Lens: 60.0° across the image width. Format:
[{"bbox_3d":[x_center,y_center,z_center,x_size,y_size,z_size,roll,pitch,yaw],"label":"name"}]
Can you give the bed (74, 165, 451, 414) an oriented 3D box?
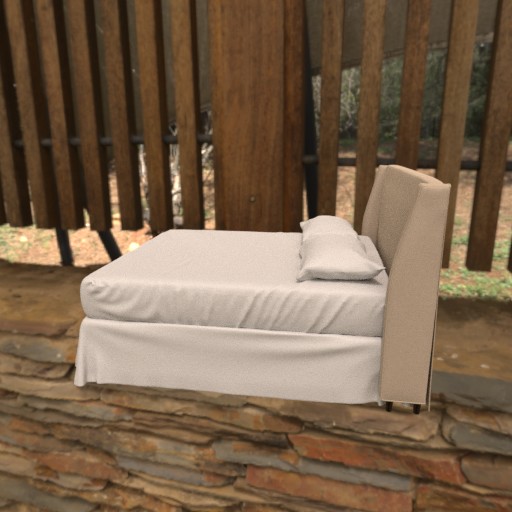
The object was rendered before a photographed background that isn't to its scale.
[{"bbox_3d":[0.000,0.000,3.416,2.276,1.332,1.925,2,15,9],"label":"bed"}]
